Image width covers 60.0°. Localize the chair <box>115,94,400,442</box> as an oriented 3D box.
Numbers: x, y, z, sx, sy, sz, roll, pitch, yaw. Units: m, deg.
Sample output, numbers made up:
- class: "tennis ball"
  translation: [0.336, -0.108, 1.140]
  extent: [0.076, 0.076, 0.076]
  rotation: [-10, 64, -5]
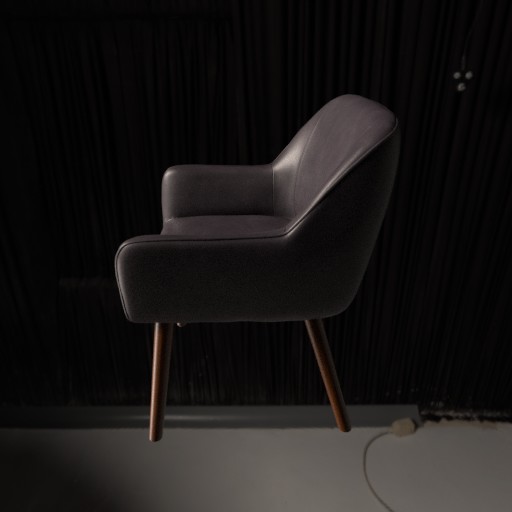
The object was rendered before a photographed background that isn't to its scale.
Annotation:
- class: "chair"
  translation: [0.000, 0.000, 1.245]
  extent: [0.610, 0.828, 0.610]
  rotation: [0, 26, -1]
